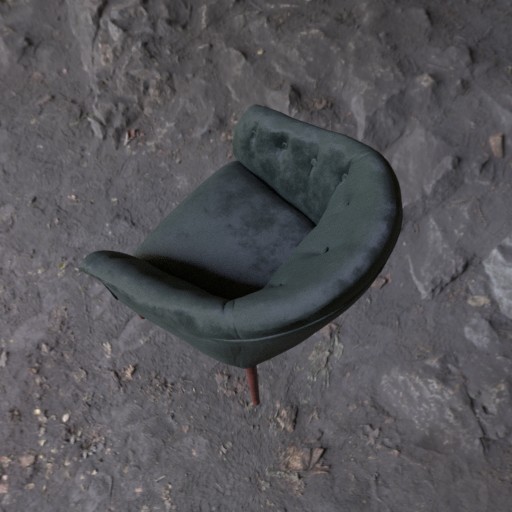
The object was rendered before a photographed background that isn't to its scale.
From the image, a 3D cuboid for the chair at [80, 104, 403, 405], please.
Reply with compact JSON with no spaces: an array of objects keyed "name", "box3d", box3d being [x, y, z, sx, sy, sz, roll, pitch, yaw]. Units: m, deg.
[{"name":"chair","box3d":[0.000,0.000,1.521,0.776,0.885,0.851,35,68,17]}]
